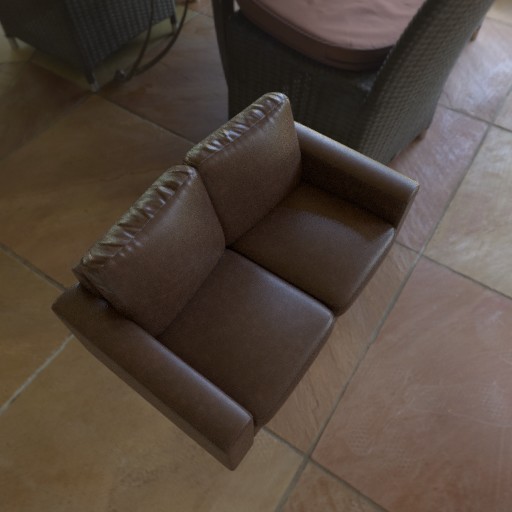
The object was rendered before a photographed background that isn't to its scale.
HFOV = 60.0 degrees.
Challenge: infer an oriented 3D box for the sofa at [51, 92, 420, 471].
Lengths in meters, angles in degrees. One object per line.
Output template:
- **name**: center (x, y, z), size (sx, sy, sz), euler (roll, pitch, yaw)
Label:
- **sofa**: center (0.000, 0.000, 2.189), size (1.016, 0.873, 1.616), euler (32, 63, 19)
